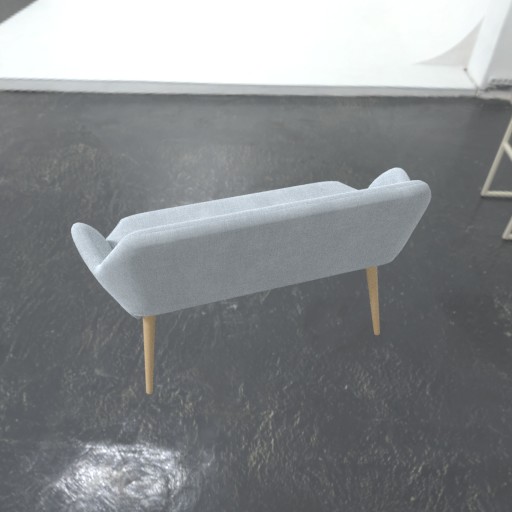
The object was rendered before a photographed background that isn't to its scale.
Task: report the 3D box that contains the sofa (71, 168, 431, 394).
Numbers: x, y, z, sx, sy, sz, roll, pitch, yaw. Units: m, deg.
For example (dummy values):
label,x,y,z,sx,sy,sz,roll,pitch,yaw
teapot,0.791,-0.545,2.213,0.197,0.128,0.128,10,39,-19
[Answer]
label,x,y,z,sx,sy,sz,roll,pitch,yaw
sofa,0.000,0.000,1.581,1.150,0.840,0.610,-12,44,-12
